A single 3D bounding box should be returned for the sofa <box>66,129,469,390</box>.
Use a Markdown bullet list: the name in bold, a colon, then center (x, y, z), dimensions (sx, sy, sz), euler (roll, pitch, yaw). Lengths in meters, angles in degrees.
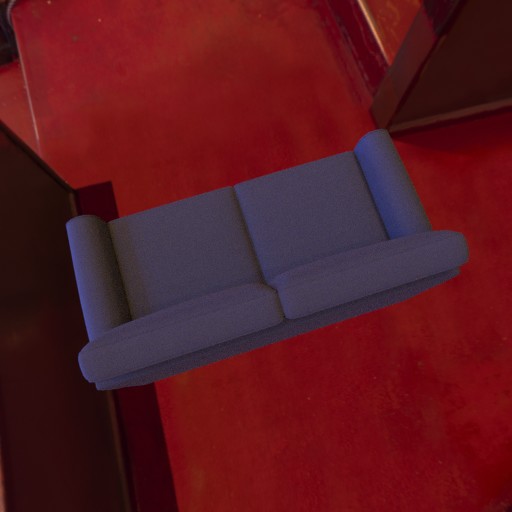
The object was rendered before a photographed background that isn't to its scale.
- **sofa**: center (0.000, 0.000, 2.510), dimensions (1.930, 1.020, 0.940), euler (-17, 76, -4)
